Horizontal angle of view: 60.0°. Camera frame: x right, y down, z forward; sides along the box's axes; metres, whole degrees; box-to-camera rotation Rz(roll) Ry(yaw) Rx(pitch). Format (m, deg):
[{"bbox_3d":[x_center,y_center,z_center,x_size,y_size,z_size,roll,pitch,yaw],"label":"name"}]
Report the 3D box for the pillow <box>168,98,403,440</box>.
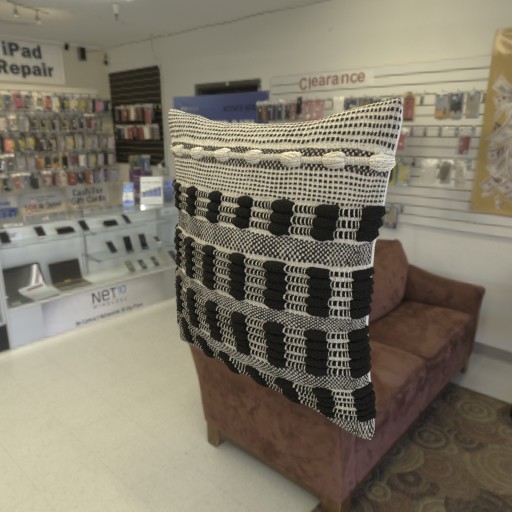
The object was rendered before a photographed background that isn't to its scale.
[{"bbox_3d":[0.000,0.000,0.677,0.436,0.438,0.156,16,22,43],"label":"pillow"}]
